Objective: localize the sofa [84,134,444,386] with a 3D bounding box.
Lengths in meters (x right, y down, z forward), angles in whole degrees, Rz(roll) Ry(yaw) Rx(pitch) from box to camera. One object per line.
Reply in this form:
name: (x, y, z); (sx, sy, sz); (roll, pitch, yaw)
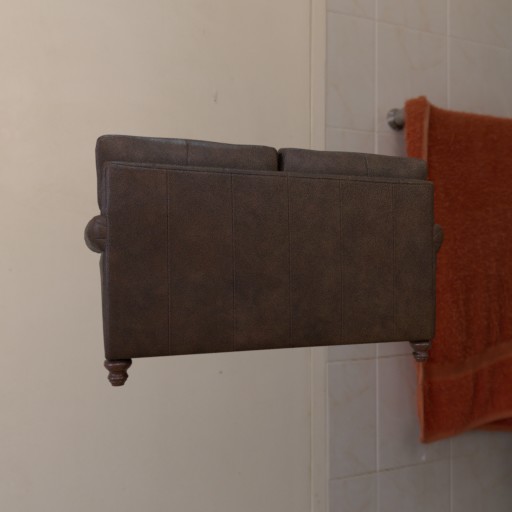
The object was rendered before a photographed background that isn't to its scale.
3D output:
sofa: (0.000, 0.000, 2.264); (1.616, 0.976, 0.990); (0, -1, -17)
